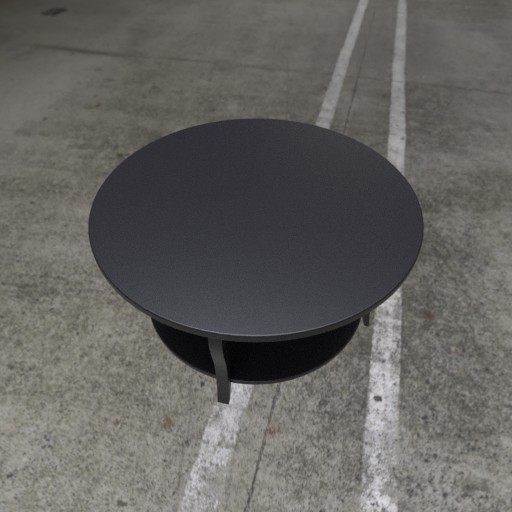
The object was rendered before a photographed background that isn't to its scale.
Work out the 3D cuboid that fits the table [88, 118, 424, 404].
[{"bbox_3d":[0.000,0.000,1.411,0.914,0.457,0.914,0,46,0],"label":"table"}]
